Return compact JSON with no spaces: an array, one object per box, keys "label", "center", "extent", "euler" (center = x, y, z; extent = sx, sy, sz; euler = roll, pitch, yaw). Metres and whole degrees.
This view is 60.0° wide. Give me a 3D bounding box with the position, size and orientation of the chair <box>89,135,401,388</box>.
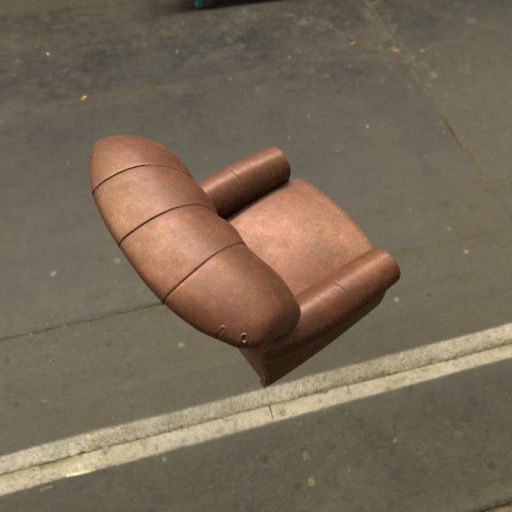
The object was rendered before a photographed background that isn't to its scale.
[{"label":"chair","center":[0.000,0.000,1.964],"extent":[1.031,1.162,0.979],"euler":[-32,63,-18]}]
